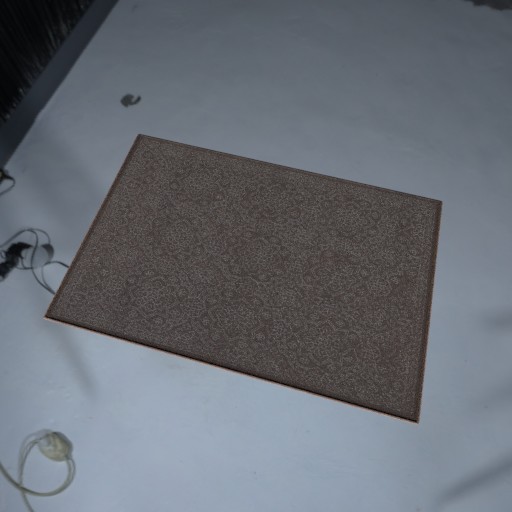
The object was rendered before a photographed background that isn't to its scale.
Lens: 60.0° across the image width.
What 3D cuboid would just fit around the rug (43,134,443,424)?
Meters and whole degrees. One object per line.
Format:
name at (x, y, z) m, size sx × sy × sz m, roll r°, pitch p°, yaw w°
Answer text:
rug at (0.000, 0.000, 2.904) m, size 2.286 × 0.011 × 1.524 m, roll 14°, pitch 64°, yaw 7°
